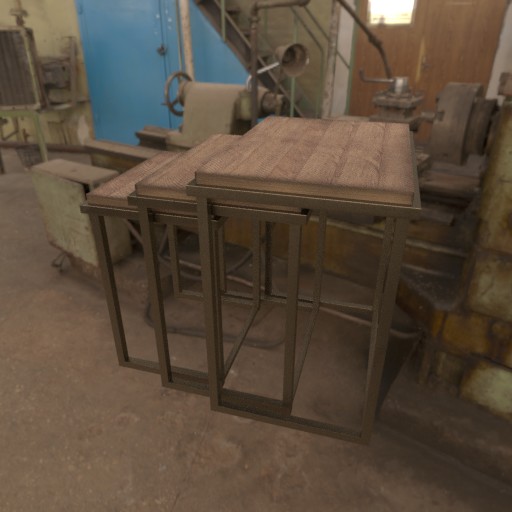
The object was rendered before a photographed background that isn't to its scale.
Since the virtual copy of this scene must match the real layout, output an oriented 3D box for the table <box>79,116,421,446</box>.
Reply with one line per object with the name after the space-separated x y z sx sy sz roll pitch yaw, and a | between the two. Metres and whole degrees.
0.000 0.000 1.161 0.706 0.610 0.559 8 29 14 | table
